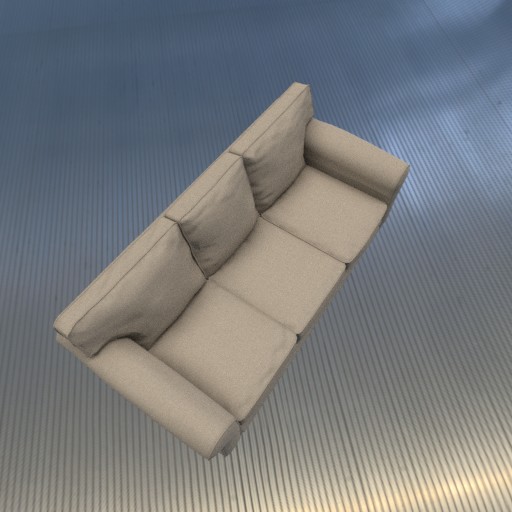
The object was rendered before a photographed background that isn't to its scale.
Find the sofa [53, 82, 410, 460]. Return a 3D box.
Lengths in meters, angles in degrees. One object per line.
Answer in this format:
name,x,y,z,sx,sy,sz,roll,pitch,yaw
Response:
sofa,0.000,0.000,2.634,0.998,0.889,2.118,30,63,18
